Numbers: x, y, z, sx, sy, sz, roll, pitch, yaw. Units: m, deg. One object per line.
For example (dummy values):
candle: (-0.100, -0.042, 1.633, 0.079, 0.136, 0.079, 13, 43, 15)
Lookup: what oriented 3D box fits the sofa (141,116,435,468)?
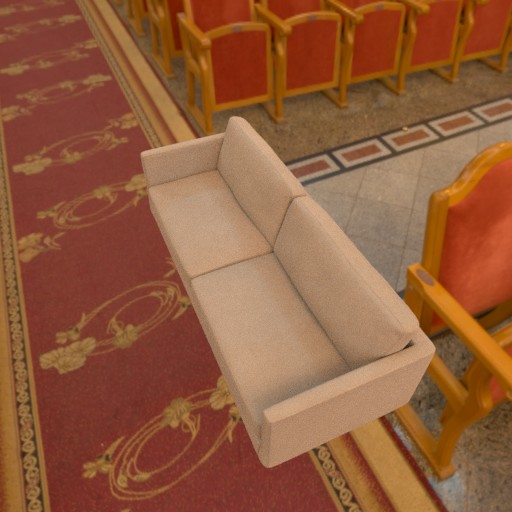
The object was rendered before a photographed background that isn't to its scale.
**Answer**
sofa: (0.000, 0.000, 3.020, 0.988, 0.912, 2.404, -18, 48, -16)
